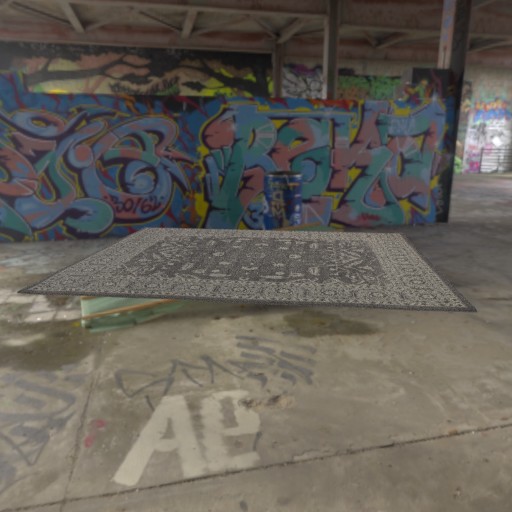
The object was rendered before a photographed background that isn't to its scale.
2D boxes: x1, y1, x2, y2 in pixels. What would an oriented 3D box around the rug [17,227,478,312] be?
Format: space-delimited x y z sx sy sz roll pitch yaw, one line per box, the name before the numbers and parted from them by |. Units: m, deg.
rug | 0.000 0.000 4.067 3.069 0.026 2.451 2 15 7
